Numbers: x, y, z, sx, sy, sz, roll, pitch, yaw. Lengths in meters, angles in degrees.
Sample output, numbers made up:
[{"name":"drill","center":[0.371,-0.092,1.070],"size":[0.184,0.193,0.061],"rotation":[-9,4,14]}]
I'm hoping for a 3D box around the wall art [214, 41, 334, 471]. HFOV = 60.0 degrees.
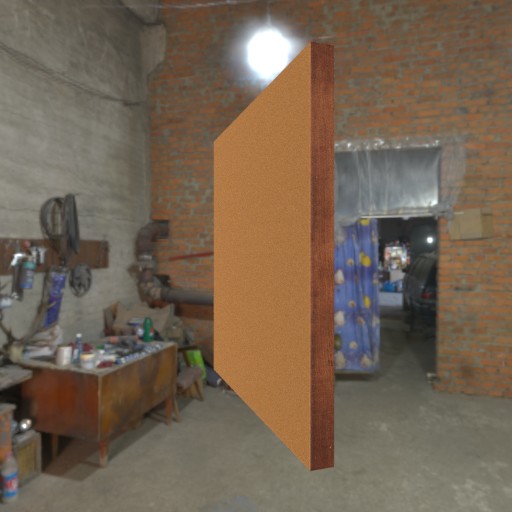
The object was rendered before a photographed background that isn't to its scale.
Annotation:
[{"name":"wall art","center":[0.000,0.000,0.858],"size":[0.037,0.572,0.554],"rotation":[0,0,-19]}]
